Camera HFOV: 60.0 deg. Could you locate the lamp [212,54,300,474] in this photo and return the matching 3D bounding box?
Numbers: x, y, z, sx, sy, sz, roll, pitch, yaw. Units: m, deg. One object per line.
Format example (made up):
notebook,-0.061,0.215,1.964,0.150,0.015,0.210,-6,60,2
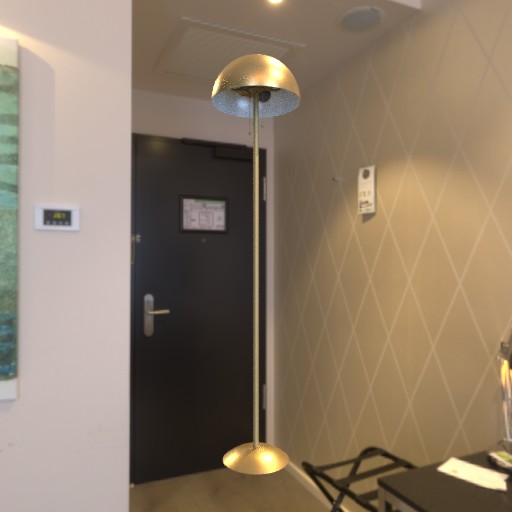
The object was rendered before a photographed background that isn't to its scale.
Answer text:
lamp,0.000,0.000,1.630,0.328,1.480,0.328,-1,-1,35
